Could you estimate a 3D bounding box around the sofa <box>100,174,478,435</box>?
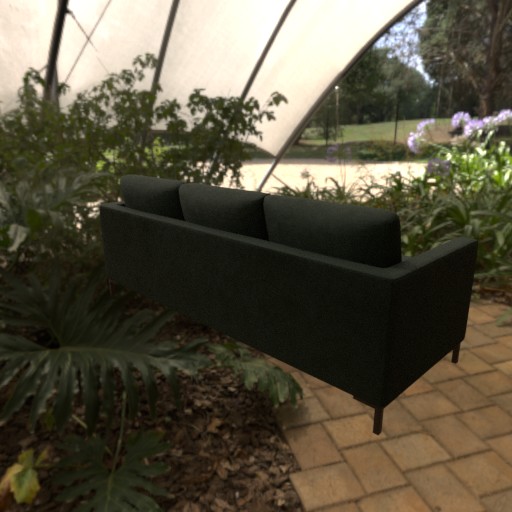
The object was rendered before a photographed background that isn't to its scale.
[{"bbox_3d":[0.000,0.000,2.650,2.218,0.870,0.859,15,22,43],"label":"sofa"}]
